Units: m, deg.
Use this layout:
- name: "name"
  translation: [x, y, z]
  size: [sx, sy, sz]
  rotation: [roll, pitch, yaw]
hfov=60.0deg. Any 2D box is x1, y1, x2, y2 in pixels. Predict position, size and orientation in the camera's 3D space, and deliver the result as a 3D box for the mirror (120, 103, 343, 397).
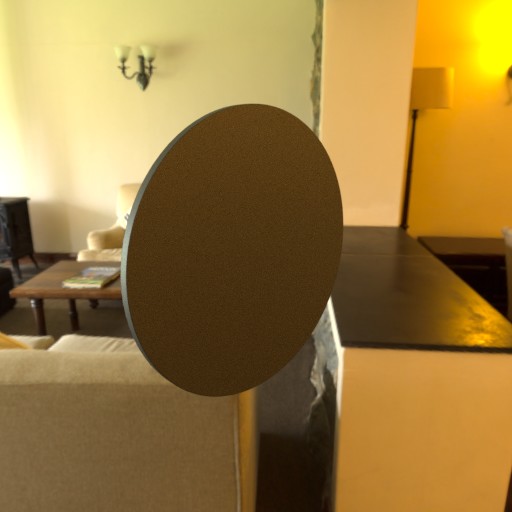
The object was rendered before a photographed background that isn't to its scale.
- name: "mirror"
  translation: [0.000, 0.000, 1.656]
  size: [1.077, 1.077, 0.036]
  rotation: [-15, 21, -42]
